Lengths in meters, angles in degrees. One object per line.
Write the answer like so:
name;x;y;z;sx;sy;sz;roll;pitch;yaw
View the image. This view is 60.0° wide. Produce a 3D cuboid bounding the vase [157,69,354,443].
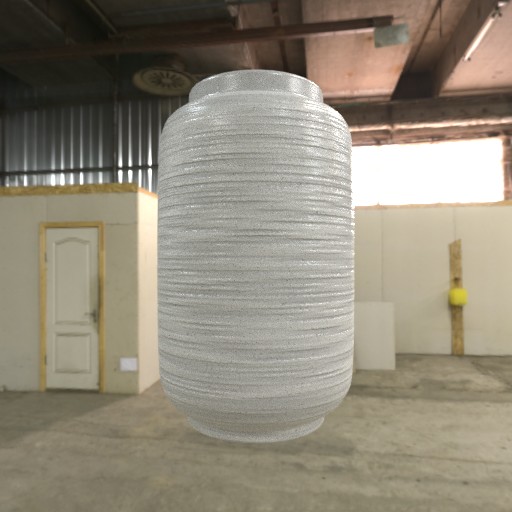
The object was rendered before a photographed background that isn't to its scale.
vase;0.000;0.000;0.465;0.202;0.335;0.202;0;0;0
